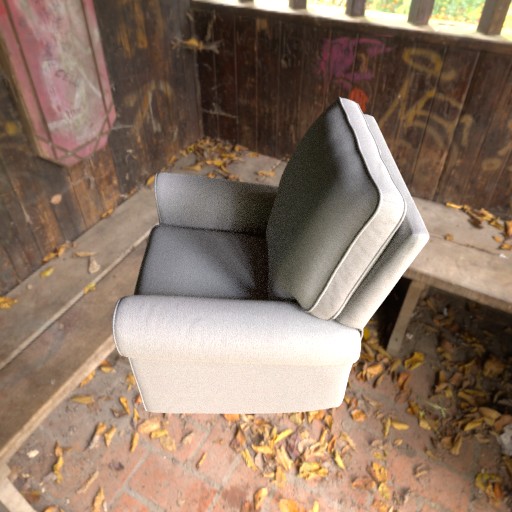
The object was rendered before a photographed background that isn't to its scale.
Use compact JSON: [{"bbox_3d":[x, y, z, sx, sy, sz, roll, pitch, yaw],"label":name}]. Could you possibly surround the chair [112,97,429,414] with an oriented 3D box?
[{"bbox_3d":[0.000,0.000,1.634,0.878,0.960,0.890,0,42,0],"label":"chair"}]
